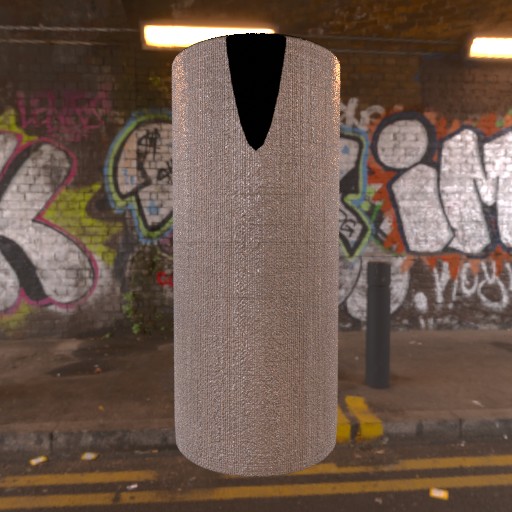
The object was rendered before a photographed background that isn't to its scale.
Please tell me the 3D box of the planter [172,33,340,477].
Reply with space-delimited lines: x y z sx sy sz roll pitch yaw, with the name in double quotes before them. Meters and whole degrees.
"planter" 0.000 0.000 0.124 0.045 0.103 0.045 2 3 36
